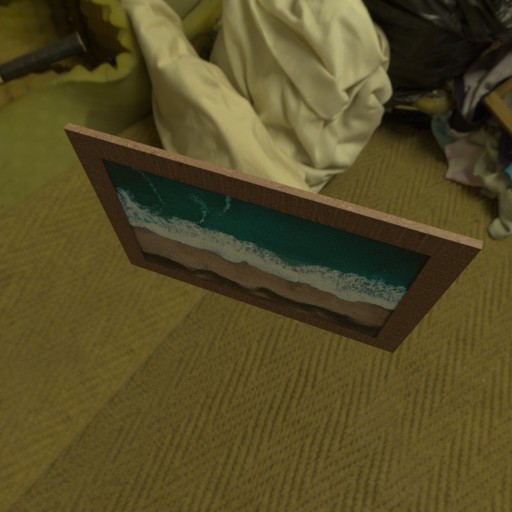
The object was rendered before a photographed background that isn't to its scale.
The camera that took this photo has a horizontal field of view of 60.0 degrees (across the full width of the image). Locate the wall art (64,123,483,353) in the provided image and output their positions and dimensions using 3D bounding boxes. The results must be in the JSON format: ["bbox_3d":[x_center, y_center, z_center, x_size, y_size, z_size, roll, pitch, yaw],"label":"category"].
[{"bbox_3d":[0.000,0.000,1.192,0.917,0.626,0.019,18,61,10],"label":"wall art"}]
